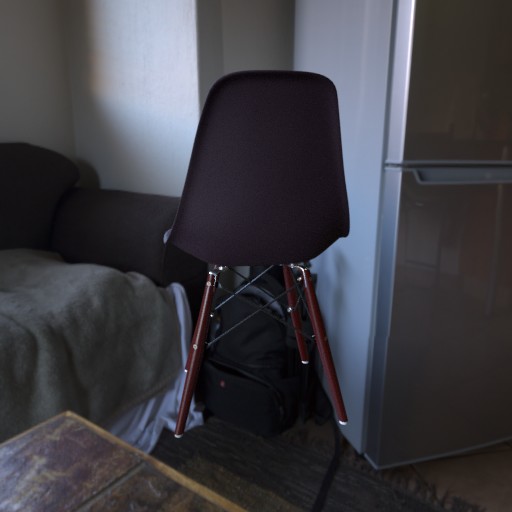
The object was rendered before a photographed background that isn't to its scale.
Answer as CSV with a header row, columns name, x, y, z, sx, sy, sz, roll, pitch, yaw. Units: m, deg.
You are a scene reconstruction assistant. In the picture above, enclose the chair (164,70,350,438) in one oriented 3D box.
name,x,y,z,sx,sy,sz,roll,pitch,yaw
chair,0.000,0.000,1.150,0.470,0.826,0.533,-2,15,-9
